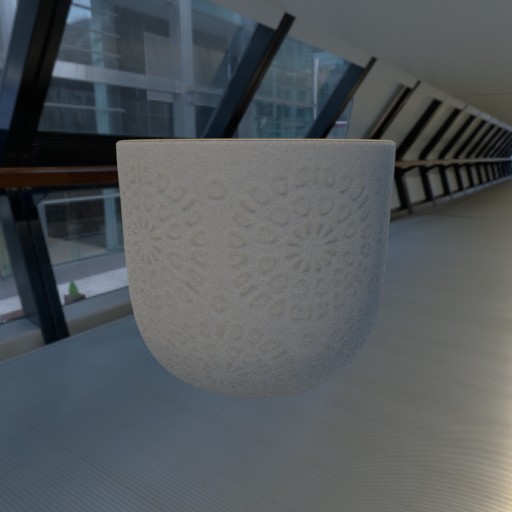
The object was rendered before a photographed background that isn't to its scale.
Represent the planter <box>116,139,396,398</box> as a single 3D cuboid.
[{"bbox_3d":[0.000,0.000,0.218,0.124,0.109,0.124,0,14,0],"label":"planter"}]
